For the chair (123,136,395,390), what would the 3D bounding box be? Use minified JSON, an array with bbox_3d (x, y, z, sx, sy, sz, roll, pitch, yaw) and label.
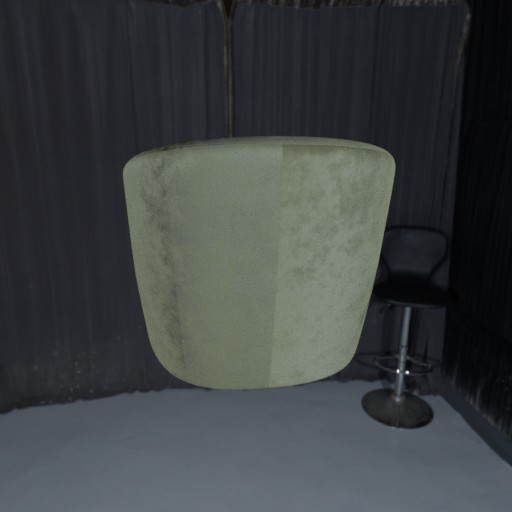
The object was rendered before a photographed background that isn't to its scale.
[{"bbox_3d":[0.000,0.000,1.352,0.773,0.698,0.767,-2,15,-8],"label":"chair"}]
